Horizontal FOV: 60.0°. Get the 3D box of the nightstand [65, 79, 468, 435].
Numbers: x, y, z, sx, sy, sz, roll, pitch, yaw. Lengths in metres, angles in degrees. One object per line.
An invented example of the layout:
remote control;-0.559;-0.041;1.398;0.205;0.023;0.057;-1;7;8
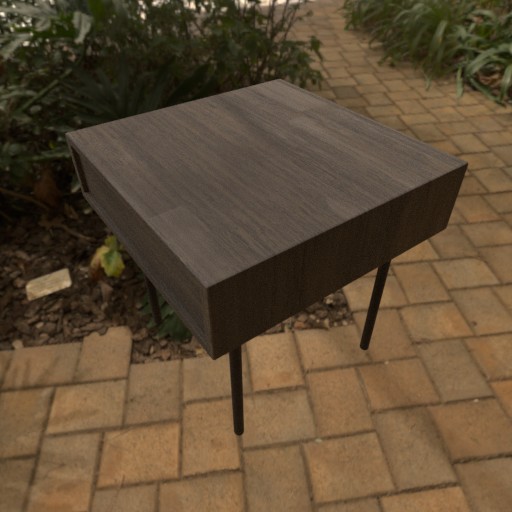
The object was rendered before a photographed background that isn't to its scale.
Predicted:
nightstand;0.000;0.000;0.929;0.503;0.497;0.502;-25;46;-27
